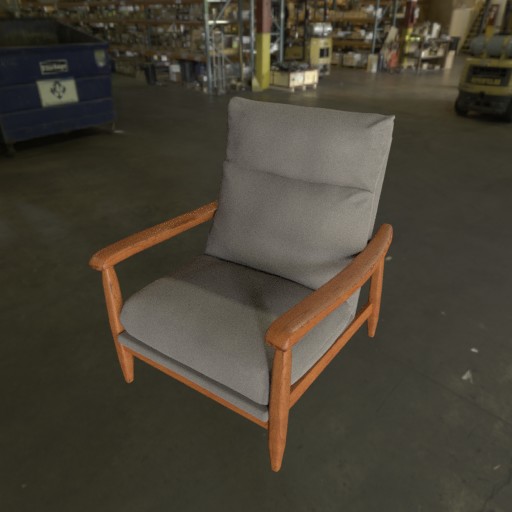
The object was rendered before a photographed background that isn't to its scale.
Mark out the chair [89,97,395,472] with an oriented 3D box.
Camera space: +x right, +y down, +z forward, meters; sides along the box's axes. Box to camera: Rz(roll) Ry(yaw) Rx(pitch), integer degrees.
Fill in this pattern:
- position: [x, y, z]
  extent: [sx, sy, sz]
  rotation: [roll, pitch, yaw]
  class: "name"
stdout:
- position: [0.000, 0.000, 1.528]
  extent: [0.782, 0.922, 0.816]
  rotation: [18, 33, 30]
  class: "chair"
